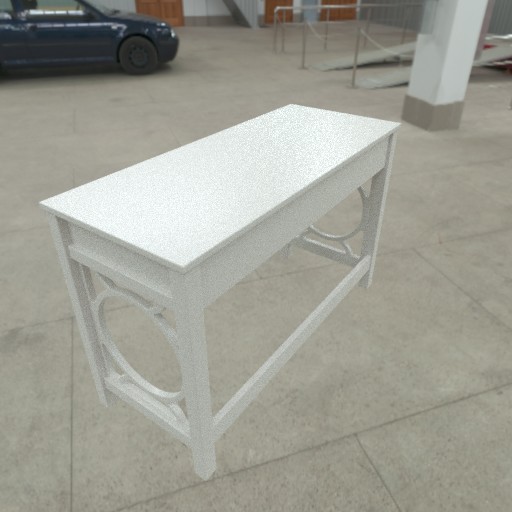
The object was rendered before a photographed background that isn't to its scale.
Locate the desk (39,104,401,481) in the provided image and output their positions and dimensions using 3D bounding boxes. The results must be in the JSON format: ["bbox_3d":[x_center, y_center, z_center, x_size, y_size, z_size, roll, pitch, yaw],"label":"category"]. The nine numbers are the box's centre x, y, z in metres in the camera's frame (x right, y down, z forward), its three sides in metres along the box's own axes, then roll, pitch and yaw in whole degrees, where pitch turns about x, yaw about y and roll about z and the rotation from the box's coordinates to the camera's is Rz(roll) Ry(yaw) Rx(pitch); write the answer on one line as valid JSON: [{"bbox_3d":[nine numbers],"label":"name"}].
[{"bbox_3d":[0.000,0.000,1.601,0.504,0.762,1.191,21,38,29],"label":"desk"}]
